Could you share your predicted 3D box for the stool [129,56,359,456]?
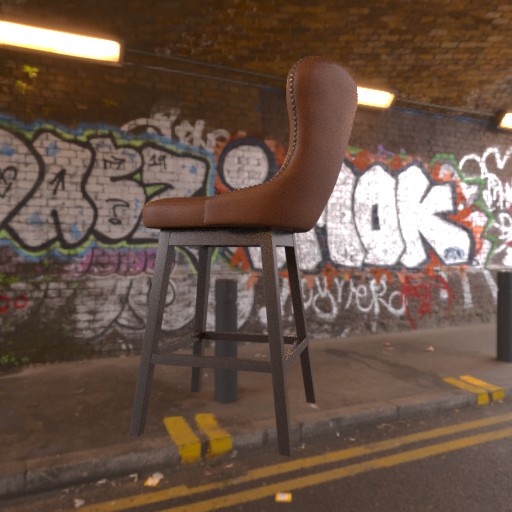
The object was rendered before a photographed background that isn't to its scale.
[{"bbox_3d":[0.000,0.000,1.319,0.593,0.971,0.528,0,0,16],"label":"stool"}]
